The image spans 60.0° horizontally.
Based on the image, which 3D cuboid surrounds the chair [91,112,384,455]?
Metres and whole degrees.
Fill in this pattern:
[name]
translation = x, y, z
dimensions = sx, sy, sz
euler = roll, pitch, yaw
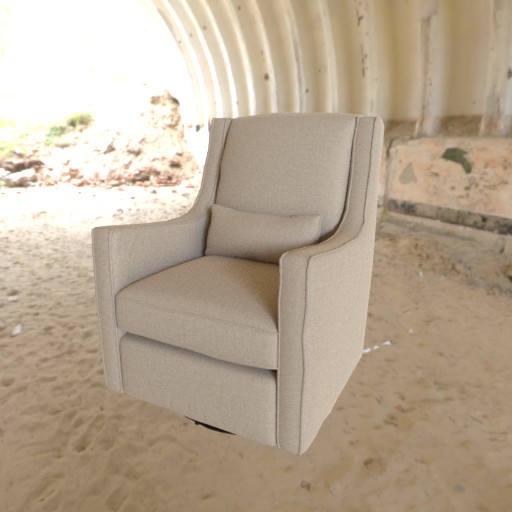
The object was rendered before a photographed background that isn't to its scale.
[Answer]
[chair]
translation = 0.000, 0.000, 1.583
dimensions = 0.732, 0.993, 0.879
euler = 8, 18, 26
